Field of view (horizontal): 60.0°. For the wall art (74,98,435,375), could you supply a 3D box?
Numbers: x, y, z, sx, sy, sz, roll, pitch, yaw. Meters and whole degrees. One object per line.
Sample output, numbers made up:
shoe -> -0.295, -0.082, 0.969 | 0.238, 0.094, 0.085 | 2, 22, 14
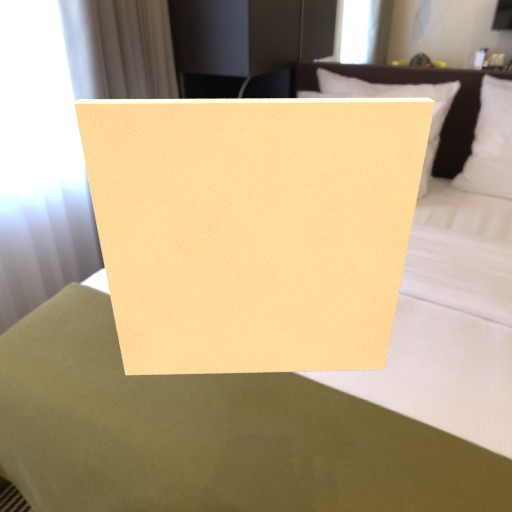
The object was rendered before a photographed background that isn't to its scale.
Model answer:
wall art -> 0.000, 0.000, 1.133 | 0.762, 0.762, 0.040 | -1, 29, -1
